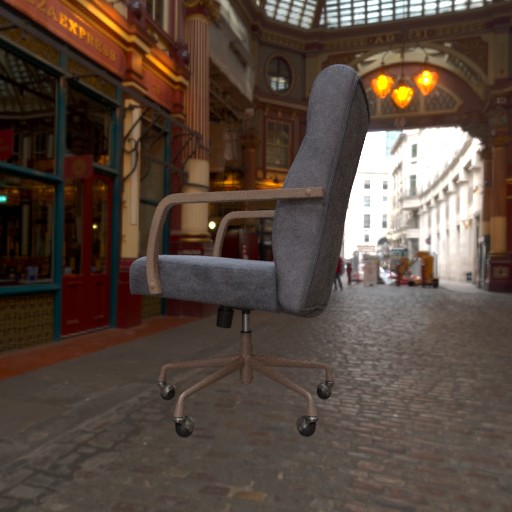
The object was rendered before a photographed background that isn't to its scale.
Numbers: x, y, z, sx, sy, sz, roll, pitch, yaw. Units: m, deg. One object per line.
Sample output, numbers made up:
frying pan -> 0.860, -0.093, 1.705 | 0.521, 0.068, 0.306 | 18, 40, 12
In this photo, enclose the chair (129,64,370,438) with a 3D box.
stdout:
chair -> 0.000, 0.000, 1.490 | 0.741, 1.029, 0.640 | 0, 0, 17
